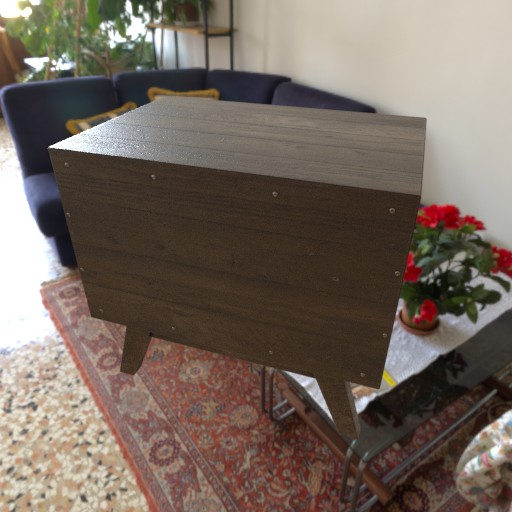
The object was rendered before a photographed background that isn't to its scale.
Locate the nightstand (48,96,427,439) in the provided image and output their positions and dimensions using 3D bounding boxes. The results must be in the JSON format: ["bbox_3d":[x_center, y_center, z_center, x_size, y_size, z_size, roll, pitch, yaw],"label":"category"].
[{"bbox_3d":[0.000,0.000,1.055,0.650,0.599,0.450,10,34,16],"label":"nightstand"}]
